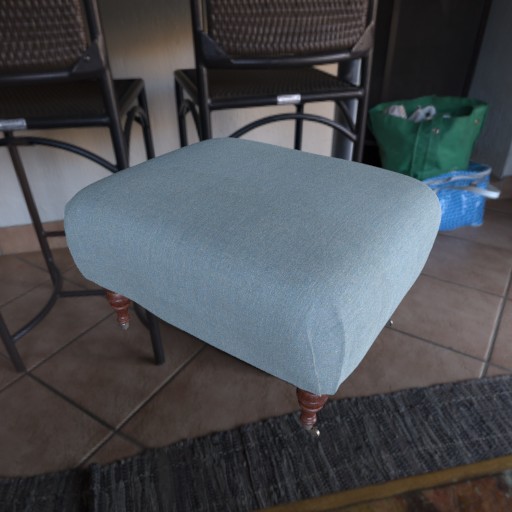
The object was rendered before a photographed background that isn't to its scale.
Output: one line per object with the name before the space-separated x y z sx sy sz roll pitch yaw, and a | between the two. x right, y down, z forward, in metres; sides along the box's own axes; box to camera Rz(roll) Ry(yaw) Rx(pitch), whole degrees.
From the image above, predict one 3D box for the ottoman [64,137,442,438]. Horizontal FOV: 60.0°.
ottoman | 0.000 0.000 1.124 0.747 0.450 0.622 20 36 29
